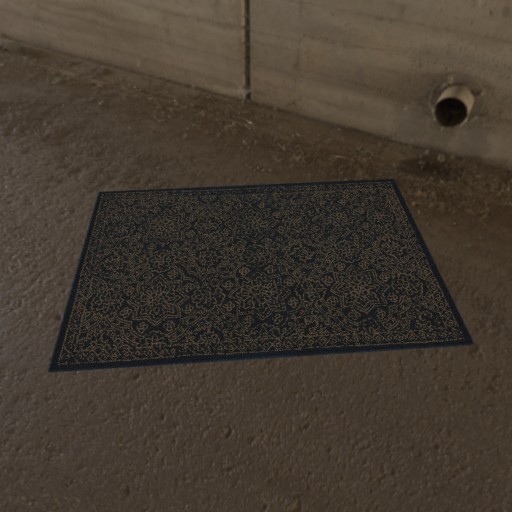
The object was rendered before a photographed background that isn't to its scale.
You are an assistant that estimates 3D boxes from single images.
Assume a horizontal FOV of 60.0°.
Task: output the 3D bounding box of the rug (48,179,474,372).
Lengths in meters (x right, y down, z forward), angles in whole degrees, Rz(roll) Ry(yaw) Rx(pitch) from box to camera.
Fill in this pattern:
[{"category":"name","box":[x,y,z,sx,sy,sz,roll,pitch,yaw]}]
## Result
[{"category":"rug","box":[0.000,0.000,2.312,1.829,0.010,1.219,-3,46,-3]}]
